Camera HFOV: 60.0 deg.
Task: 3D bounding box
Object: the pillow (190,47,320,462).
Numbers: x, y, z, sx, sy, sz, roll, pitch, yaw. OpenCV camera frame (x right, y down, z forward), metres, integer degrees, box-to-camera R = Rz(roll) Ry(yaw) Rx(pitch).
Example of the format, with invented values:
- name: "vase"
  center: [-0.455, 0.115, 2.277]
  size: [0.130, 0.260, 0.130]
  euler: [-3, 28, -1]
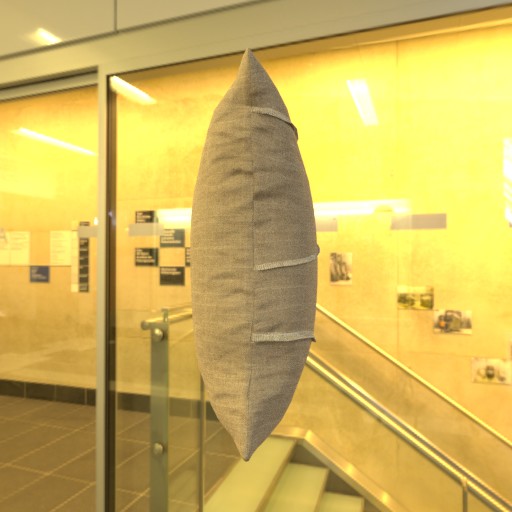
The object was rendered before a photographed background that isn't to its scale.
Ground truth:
- name: "pillow"
  center: [0.000, 0.000, 0.626]
  size: [0.169, 0.400, 0.424]
  euler: [0, -1, 1]
